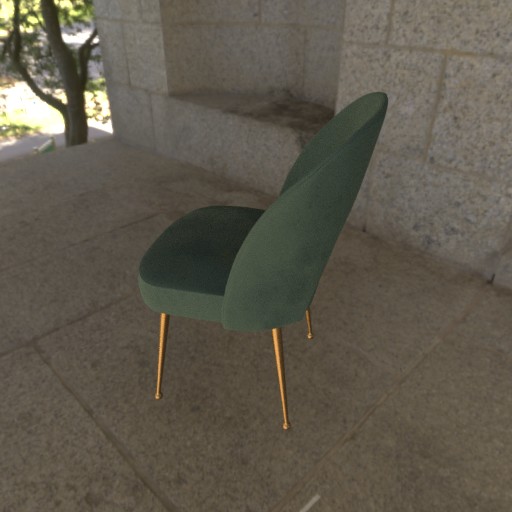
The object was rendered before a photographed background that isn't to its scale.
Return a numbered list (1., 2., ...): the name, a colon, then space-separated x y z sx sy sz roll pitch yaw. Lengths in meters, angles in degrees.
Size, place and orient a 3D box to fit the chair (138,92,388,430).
1. chair: 0.000 0.000 1.216 0.577 0.860 0.527 8 32 13
